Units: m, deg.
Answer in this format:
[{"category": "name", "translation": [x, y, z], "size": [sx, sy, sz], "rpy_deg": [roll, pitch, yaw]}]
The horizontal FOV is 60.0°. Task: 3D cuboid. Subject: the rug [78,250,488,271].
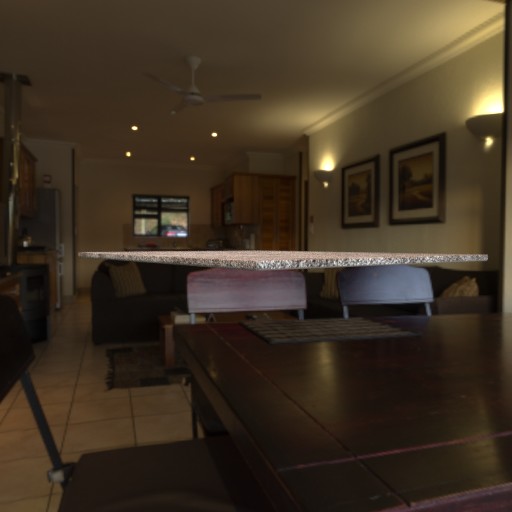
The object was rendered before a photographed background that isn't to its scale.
[{"category": "rug", "translation": [0.000, 0.000, 2.106], "size": [1.198, 0.025, 1.601], "rpy_deg": [-1, 2, -37]}]
